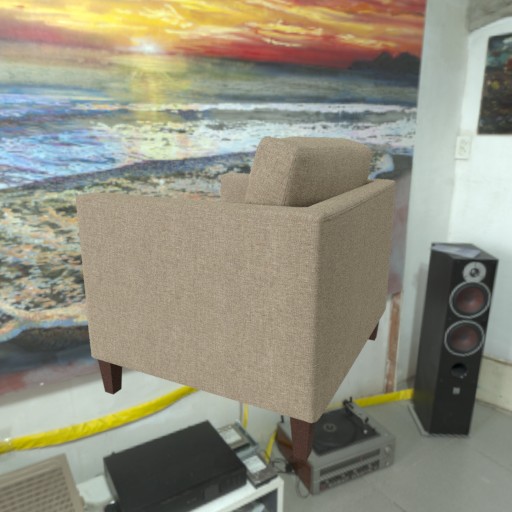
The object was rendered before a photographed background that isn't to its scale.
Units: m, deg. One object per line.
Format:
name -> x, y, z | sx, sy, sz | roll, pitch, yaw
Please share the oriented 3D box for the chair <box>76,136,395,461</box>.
chair -> 0.000, 0.000, 1.894 | 0.959, 0.987, 1.107 | 8, 17, 26
